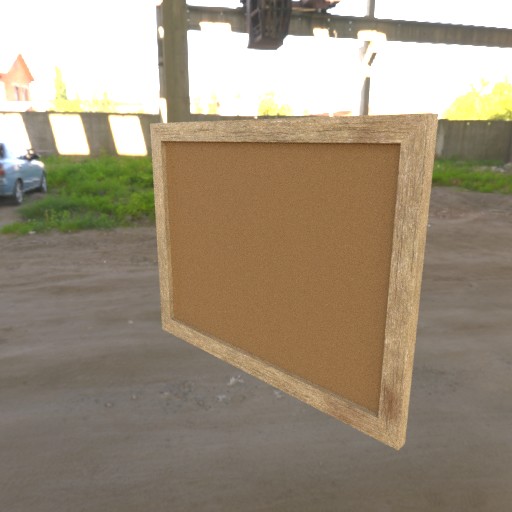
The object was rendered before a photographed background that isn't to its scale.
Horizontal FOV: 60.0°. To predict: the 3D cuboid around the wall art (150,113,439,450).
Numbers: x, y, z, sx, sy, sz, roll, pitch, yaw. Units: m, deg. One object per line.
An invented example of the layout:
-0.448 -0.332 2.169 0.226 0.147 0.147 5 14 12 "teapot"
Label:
0.000 0.000 0.910 0.690 0.535 0.026 14 21 43 "wall art"
